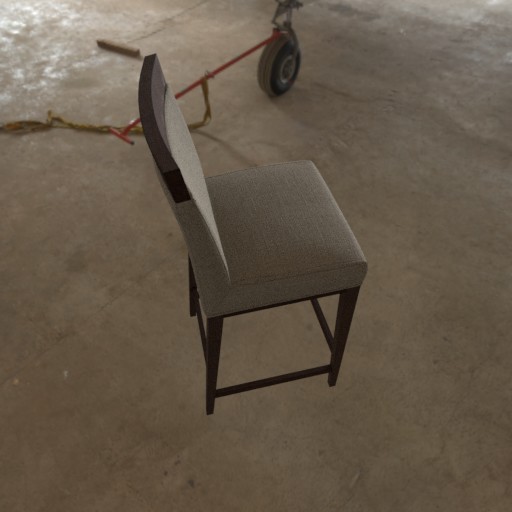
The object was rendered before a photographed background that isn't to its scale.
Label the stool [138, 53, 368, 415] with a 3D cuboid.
[{"bbox_3d":[0.000,0.000,1.421,0.531,1.117,0.511,-10,48,-9],"label":"stool"}]
